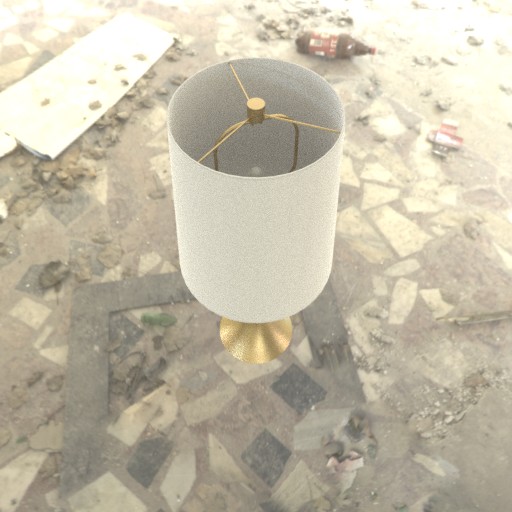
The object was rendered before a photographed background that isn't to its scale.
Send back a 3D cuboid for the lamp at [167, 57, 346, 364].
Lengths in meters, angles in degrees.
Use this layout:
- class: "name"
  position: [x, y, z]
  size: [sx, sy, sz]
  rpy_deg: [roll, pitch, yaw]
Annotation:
- class: "lamp"
  position: [0.000, 0.000, 0.681]
  size: [0.231, 0.569, 0.231]
  rpy_deg: [0, 58, 0]
